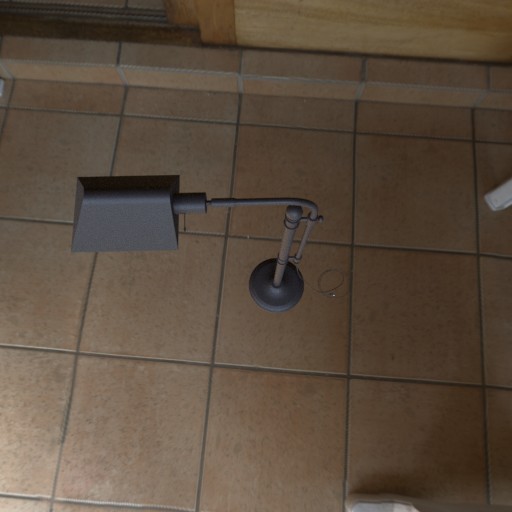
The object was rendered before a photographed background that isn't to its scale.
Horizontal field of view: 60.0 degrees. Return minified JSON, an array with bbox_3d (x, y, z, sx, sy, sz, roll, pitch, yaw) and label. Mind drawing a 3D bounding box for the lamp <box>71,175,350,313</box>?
[{"bbox_3d":[0.000,0.000,0.937,0.545,0.708,0.159,-1,76,0],"label":"lamp"}]
